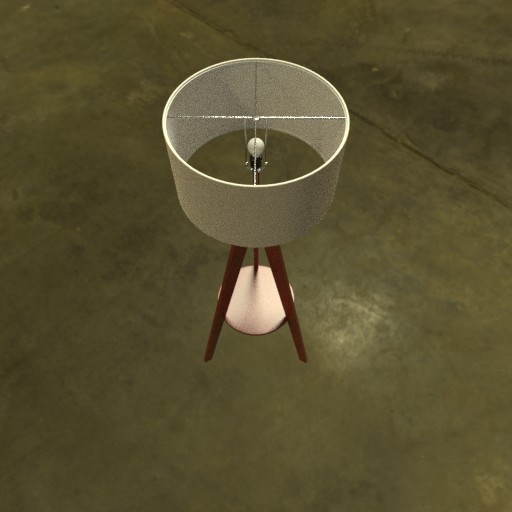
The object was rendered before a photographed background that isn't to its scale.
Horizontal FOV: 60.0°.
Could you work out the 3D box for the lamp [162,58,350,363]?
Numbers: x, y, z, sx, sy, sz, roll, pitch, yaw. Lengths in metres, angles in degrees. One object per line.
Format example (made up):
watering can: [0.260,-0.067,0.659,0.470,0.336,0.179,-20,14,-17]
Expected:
lamp: [0.000,0.000,1.768,0.539,1.472,0.542,0,58,0]
